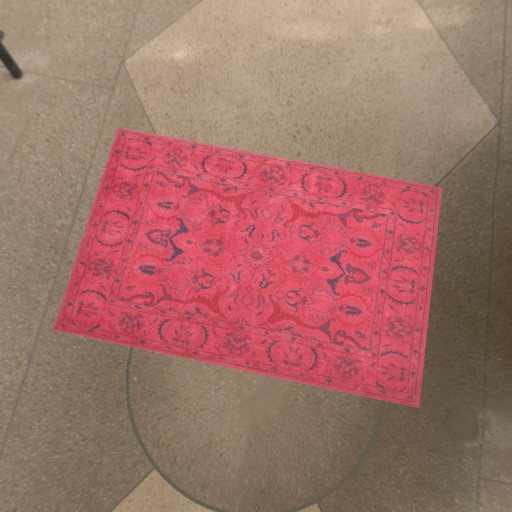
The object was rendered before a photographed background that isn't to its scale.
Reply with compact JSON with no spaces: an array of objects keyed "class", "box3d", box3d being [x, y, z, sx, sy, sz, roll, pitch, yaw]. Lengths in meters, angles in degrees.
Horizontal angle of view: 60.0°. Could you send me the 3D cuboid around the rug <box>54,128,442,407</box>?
[{"class":"rug","box3d":[0.000,0.000,3.064,2.423,0.010,1.534,11,75,3]}]
